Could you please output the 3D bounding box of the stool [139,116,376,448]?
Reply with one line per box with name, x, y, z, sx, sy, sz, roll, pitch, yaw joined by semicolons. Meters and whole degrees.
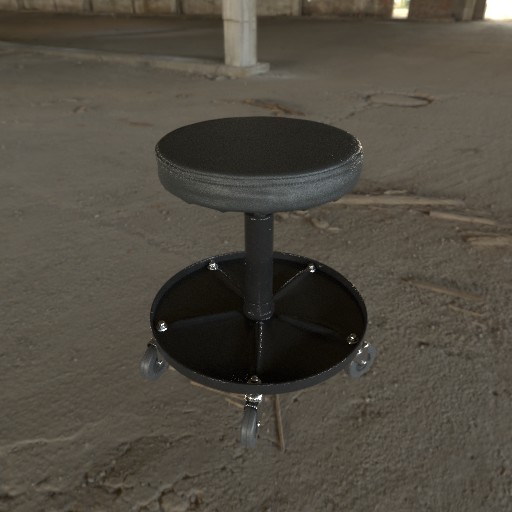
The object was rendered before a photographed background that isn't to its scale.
stool;0.000;0.000;0.684;0.382;0.365;0.381;19;36;28
